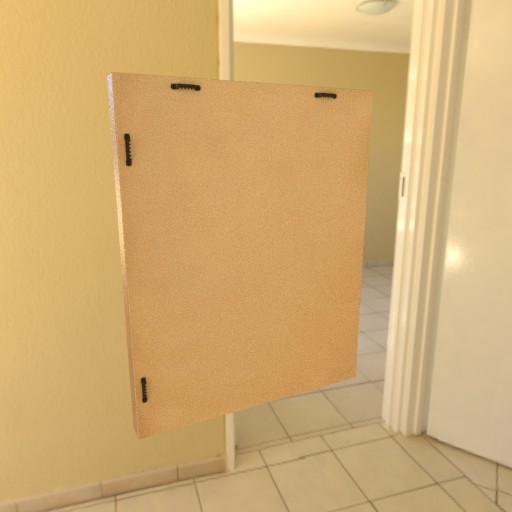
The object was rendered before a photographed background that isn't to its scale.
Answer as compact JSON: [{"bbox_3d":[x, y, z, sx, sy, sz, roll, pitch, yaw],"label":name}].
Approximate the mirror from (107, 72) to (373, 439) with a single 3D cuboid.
[{"bbox_3d":[0.000,0.000,0.697,0.406,0.509,0.041,-7,15,-26],"label":"mirror"}]
